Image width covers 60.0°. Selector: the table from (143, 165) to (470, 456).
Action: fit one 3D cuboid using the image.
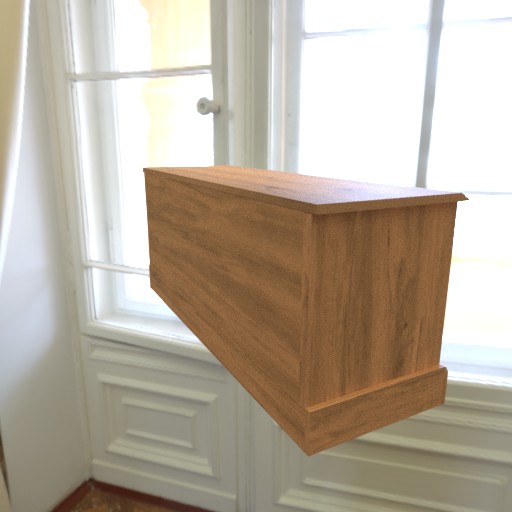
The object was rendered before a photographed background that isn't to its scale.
[{"bbox_3d":[0.000,0.000,1.432,0.400,0.510,1.200,-8,16,-27],"label":"table"}]
